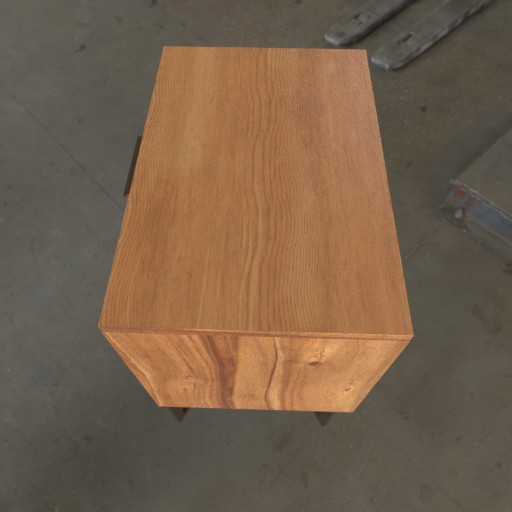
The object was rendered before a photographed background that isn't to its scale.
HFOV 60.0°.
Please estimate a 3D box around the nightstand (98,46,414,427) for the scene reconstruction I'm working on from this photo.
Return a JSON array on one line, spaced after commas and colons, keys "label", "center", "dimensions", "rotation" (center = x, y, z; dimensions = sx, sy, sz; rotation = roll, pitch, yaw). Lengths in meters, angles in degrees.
[{"label": "nightstand", "center": [0.000, 0.000, 0.997], "dimensions": [0.427, 0.615, 0.613], "rotation": [1, 58, 1]}]
